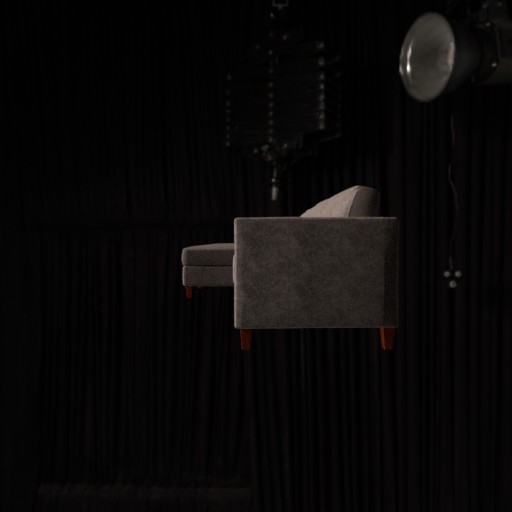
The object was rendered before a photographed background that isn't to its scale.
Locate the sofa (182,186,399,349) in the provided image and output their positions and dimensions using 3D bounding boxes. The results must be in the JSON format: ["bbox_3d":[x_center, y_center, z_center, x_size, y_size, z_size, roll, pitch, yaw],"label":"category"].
[{"bbox_3d":[0.000,0.000,4.172,1.606,0.954,3.471,0,2,-1],"label":"sofa"}]
